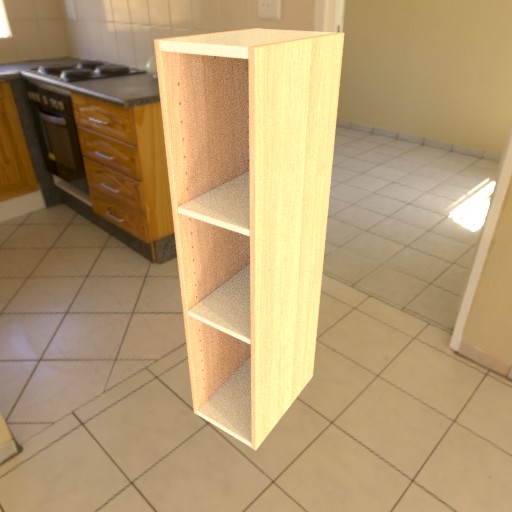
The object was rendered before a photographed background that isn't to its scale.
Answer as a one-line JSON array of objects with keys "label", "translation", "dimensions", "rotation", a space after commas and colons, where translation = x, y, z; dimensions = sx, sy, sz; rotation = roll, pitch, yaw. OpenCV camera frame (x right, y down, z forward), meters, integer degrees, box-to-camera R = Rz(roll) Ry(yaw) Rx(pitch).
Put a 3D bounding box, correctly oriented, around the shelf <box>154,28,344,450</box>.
[{"label": "shelf", "translation": [0.000, 0.000, 0.988], "dimensions": [0.197, 0.882, 0.290], "rotation": [19, 36, 29]}]
